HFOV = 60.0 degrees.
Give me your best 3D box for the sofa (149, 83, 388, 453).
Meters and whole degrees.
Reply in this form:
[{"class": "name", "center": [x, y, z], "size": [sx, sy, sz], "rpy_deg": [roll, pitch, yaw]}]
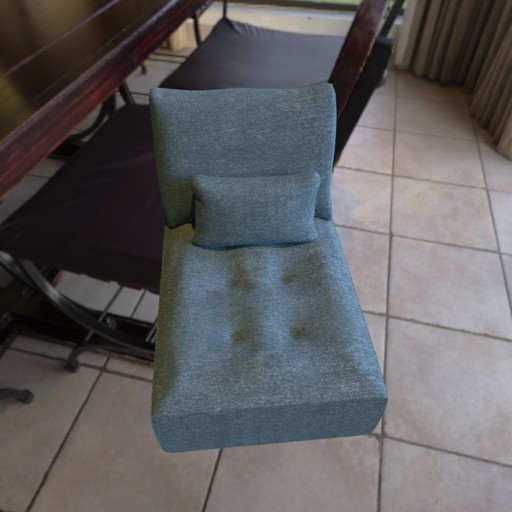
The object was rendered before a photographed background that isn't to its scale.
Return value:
[{"class": "sofa", "center": [0.000, 0.000, 1.539], "size": [0.700, 0.820, 1.000], "rpy_deg": [-4, 46, -4]}]
